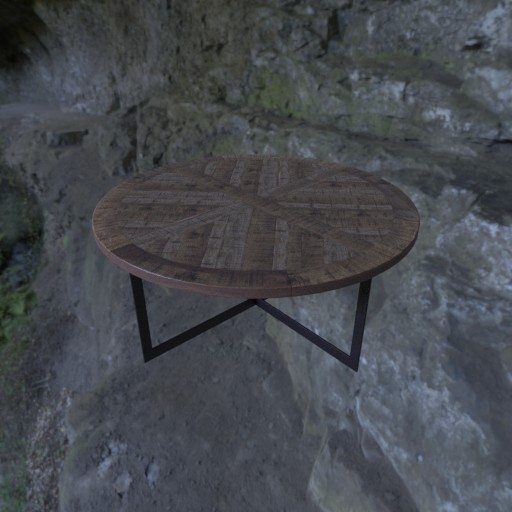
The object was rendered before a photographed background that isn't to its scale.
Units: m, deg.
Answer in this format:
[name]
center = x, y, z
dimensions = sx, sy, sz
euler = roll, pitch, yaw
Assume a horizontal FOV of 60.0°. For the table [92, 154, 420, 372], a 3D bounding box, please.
[table]
center = 0.000, 0.000, 1.920
dimensions = 1.264, 0.516, 1.264
euler = 0, 30, 0
